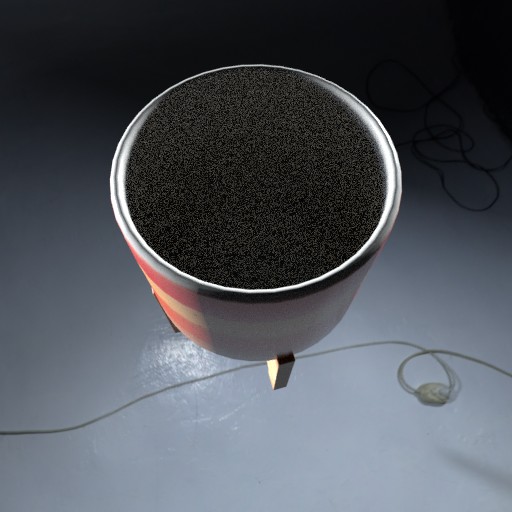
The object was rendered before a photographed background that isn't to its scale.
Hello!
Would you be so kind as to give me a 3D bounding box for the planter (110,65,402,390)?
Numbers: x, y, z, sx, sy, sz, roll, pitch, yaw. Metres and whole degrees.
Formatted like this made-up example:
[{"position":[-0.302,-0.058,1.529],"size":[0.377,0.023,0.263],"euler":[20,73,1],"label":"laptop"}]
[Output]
[{"position":[0.000,0.000,0.409],"size":[0.199,0.268,0.199],"euler":[0,63,0],"label":"planter"}]
